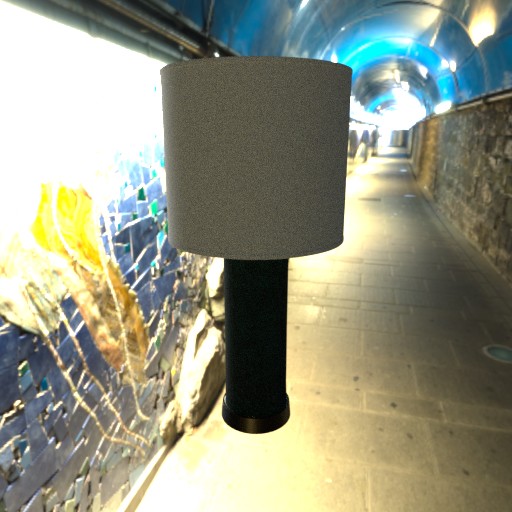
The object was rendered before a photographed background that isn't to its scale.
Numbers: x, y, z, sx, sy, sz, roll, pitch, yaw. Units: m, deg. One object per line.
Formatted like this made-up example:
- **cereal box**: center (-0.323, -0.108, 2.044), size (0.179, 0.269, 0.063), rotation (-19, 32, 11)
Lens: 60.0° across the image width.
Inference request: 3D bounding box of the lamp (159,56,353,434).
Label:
- **lamp**: center (0.000, 0.000, 0.782), size (0.301, 0.630, 0.301), rotation (7, 17, 26)
